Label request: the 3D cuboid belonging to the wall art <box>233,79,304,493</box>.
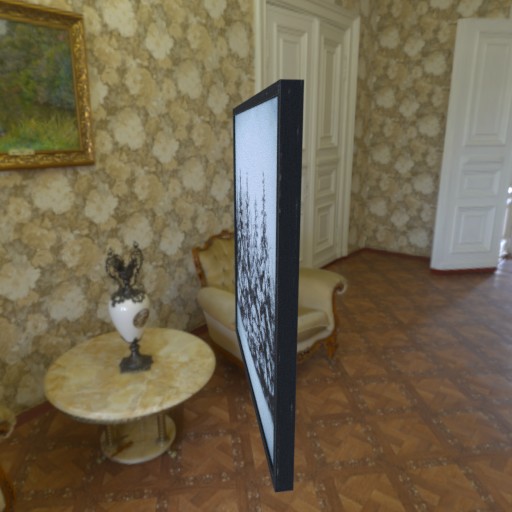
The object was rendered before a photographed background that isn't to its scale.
[{"bbox_3d":[0.000,0.000,1.138,0.037,0.761,0.761,-2,15,-8],"label":"wall art"}]
